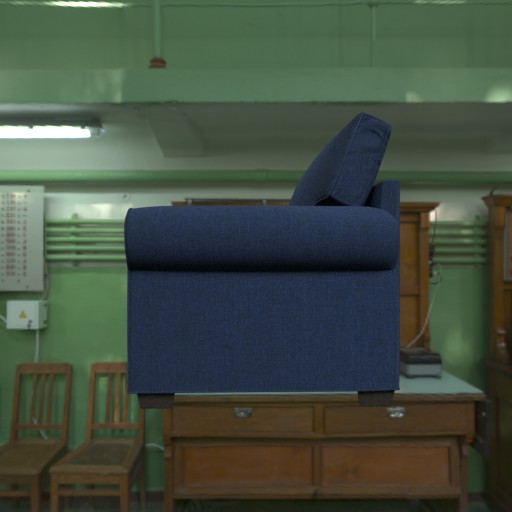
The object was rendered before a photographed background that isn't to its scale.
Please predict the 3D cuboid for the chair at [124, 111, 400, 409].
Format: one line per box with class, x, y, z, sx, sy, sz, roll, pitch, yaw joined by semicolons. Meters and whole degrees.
chair;0.000;0.000;2.056;0.963;1.044;1.285;0;0;-2
